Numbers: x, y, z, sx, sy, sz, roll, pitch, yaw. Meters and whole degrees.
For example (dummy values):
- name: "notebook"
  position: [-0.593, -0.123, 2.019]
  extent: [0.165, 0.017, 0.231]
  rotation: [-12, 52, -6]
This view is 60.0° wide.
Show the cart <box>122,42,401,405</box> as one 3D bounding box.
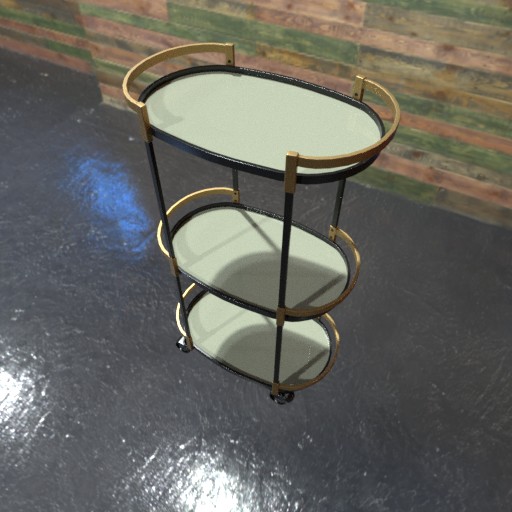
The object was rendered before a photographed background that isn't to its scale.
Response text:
- name: "cart"
  position: [0.000, 0.000, 1.121]
  extent: [0.515, 0.885, 0.311]
  rotation: [23, 52, 20]
